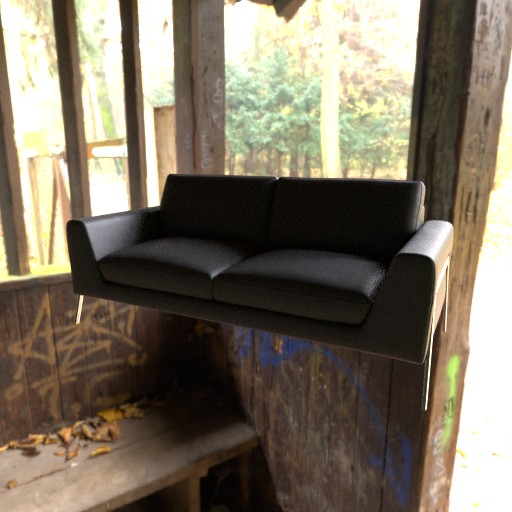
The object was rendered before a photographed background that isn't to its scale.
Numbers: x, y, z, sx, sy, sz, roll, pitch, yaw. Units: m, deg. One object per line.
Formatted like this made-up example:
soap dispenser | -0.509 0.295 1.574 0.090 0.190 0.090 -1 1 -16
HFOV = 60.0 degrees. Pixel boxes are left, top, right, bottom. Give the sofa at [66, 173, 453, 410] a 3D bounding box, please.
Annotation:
sofa | 0.000 0.000 2.538 2.017 0.875 0.953 7 15 26
